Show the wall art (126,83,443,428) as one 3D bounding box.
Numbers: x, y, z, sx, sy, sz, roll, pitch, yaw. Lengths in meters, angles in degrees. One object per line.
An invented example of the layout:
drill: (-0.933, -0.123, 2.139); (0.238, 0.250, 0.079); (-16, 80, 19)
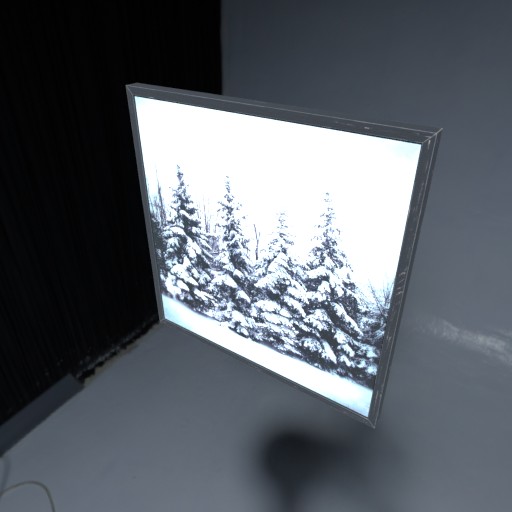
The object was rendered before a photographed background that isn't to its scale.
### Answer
wall art: (0.000, 0.000, 1.138); (0.761, 0.761, 0.037); (19, 36, 29)
